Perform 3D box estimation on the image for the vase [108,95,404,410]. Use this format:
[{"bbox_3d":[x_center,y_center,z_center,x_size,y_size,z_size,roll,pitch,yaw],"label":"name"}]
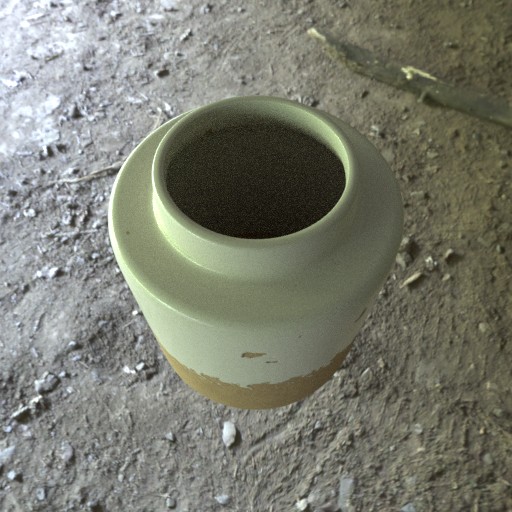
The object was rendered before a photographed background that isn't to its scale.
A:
[{"bbox_3d":[0.000,0.000,0.278,0.153,0.167,0.153,0,58,0],"label":"vase"}]
